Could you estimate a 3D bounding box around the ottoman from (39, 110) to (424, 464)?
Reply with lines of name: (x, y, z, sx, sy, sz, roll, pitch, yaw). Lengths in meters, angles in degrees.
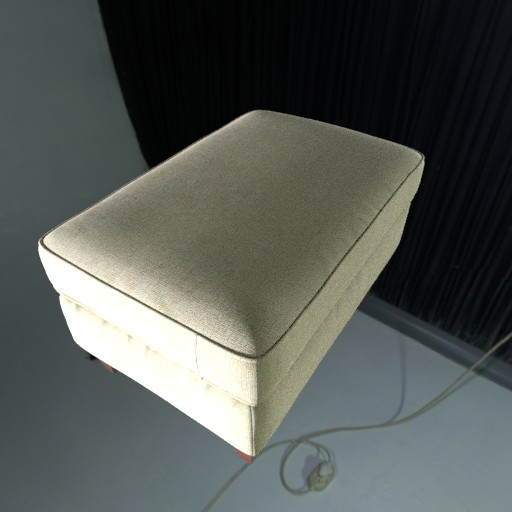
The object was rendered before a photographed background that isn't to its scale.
ottoman: (0.000, 0.000, 1.196, 0.583, 0.484, 0.862, 24, 46, 25)
